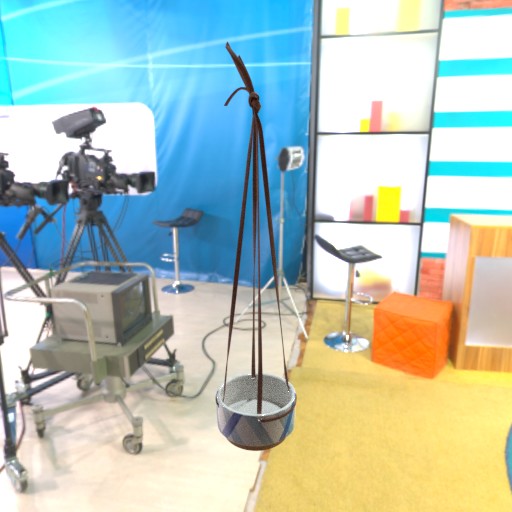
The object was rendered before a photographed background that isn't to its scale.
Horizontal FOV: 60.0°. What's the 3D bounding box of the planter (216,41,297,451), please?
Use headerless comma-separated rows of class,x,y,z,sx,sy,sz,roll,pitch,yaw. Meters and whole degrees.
planter,0.000,0.000,0.837,0.166,0.751,0.166,-7,16,-26
